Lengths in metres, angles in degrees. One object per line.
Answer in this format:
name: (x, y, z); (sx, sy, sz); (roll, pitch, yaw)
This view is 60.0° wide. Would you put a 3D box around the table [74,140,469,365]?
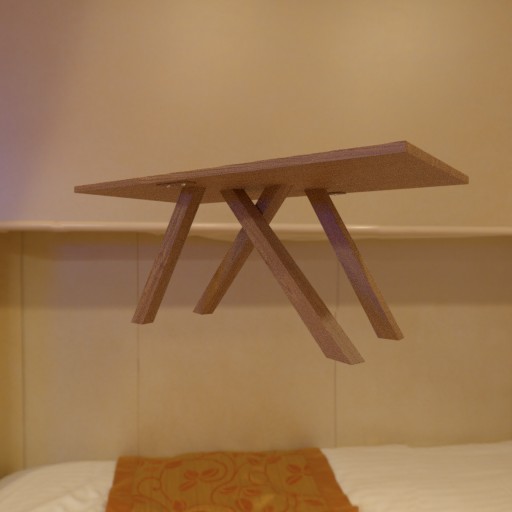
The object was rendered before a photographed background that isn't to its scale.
table: (0.000, 0.000, 2.246); (1.797, 0.750, 0.901); (1, 2, 37)
